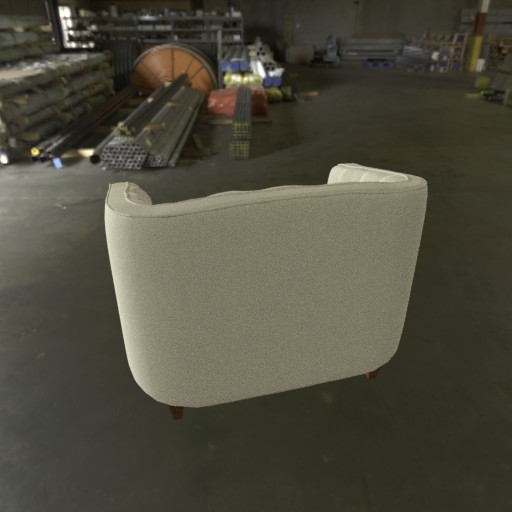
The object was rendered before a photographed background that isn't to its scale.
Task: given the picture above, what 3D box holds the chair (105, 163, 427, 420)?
[{"bbox_3d":[0.000,0.000,1.810,1.104,0.852,0.941,-7,29,-14],"label":"chair"}]
